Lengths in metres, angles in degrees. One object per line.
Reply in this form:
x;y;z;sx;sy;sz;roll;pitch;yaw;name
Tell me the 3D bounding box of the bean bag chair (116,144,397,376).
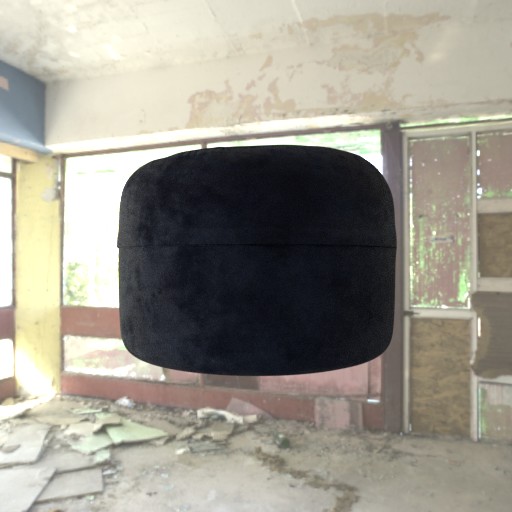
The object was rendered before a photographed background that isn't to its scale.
0.000;0.000;1.520;0.918;0.616;0.918;0;-1;0;bean bag chair
